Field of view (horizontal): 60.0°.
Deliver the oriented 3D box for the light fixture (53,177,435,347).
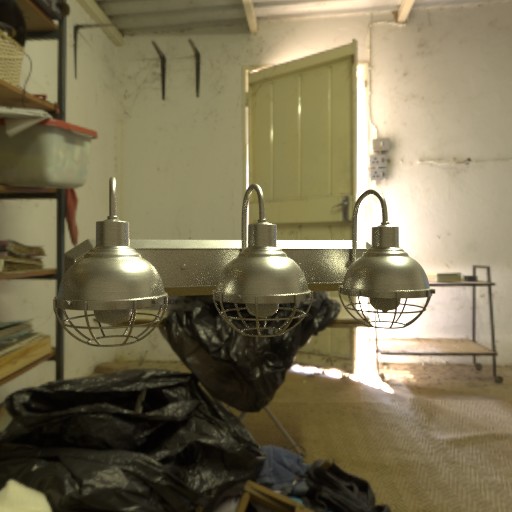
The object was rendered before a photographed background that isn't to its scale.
[{"bbox_3d":[0.000,0.000,0.766,0.634,0.254,0.229,0,1,-18],"label":"light fixture"}]
